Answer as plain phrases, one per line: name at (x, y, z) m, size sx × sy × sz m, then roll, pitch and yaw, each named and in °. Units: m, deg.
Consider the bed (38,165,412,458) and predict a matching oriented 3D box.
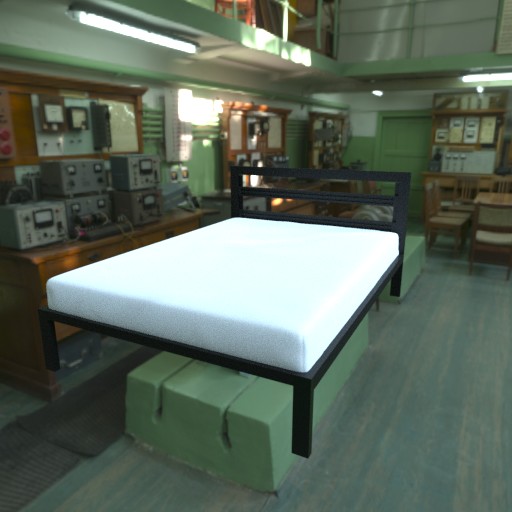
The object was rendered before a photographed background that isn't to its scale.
bed at (0.000, 0.000, 2.846) m, size 1.524 × 0.967 × 2.062 m, roll 8°, pitch 17°, yaw 26°
